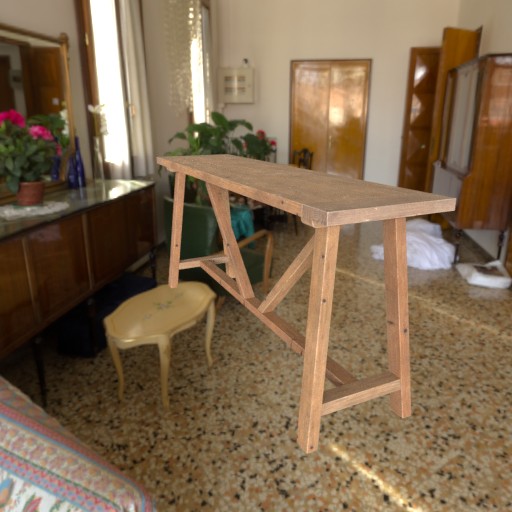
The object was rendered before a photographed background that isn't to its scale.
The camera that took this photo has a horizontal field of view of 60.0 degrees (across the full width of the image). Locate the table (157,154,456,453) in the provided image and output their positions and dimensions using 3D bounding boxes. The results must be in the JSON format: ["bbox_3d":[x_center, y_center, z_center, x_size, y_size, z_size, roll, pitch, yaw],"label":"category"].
[{"bbox_3d":[0.000,0.000,2.128,0.465,0.810,1.800,-8,19,-25],"label":"table"}]
